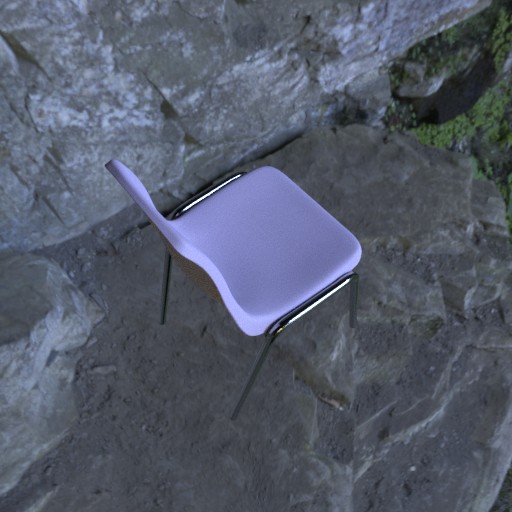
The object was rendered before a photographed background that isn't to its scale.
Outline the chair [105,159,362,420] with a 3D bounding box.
[{"bbox_3d":[0.000,0.000,0.975,0.436,0.704,0.381,-34,63,-20],"label":"chair"}]
